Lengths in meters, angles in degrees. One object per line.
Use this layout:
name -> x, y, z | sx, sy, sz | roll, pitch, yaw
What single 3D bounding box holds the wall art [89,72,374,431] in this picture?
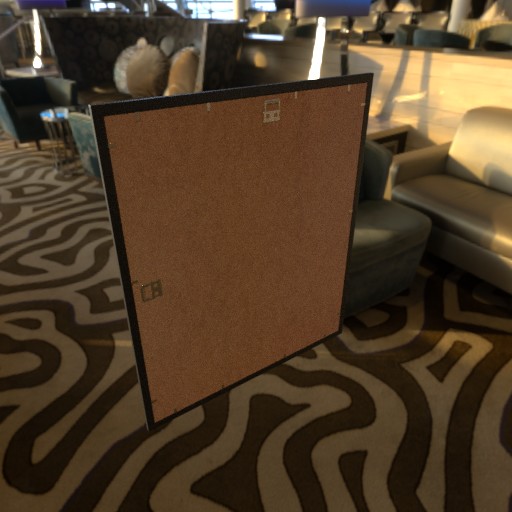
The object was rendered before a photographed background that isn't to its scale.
wall art -> 0.000, 0.000, 0.910 | 0.559, 0.660, 0.018 | -19, 35, -30
